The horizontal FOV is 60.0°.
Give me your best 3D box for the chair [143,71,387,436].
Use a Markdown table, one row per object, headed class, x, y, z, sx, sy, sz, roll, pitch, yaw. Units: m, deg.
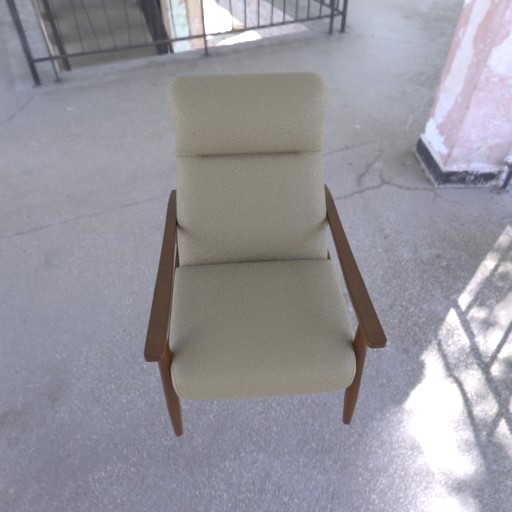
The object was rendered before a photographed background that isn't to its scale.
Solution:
| class | x | y | z | sx | sy | sz | roll | pitch | yaw |
| --- | --- | --- | --- | --- | --- | --- | --- | --- | --- |
| chair | 0.000 | 0.000 | 1.786 | 0.762 | 1.082 | 1.014 | -3 | 45 | -3 |
